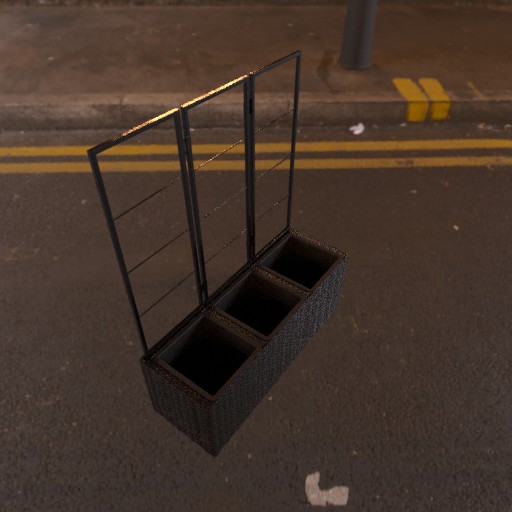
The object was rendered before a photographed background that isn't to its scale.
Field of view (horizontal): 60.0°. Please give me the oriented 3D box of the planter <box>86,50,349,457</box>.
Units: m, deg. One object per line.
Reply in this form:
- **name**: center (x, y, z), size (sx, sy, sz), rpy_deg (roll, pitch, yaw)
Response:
- **planter**: center (0.000, 0.000, 1.181), size (0.244, 0.841, 0.698), rpy_deg (26, 48, 27)
